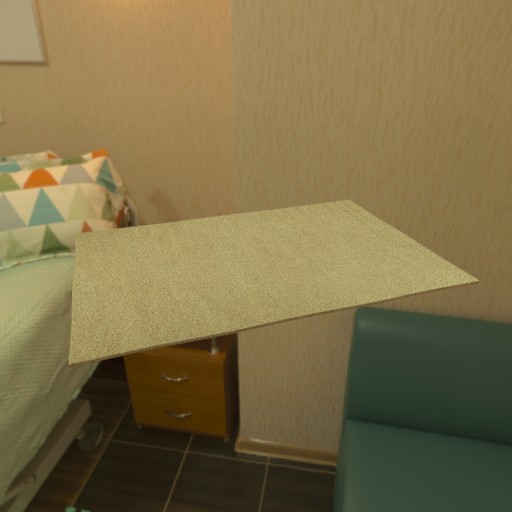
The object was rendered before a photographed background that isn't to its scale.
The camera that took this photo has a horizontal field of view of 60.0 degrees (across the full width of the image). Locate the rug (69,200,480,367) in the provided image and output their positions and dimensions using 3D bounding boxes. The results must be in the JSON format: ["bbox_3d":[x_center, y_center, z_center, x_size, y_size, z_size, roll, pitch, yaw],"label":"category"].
[{"bbox_3d":[0.000,0.000,3.476,2.699,0.025,1.800,-9,28,-17],"label":"rug"}]
